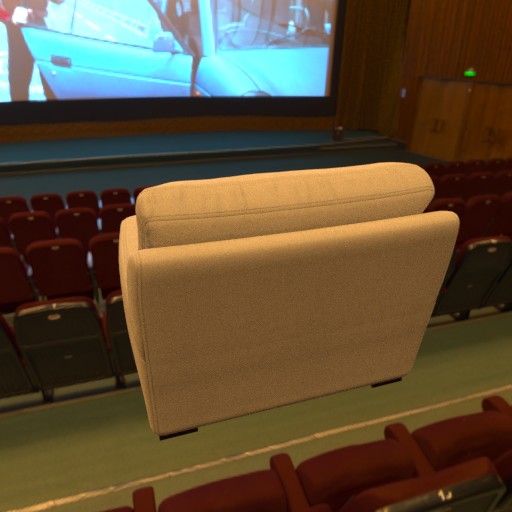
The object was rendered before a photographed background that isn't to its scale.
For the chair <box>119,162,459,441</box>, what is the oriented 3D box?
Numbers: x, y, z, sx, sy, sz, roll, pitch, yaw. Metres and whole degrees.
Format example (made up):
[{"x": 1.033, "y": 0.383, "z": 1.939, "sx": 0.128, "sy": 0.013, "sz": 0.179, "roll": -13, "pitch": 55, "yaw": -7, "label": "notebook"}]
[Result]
[{"x": 0.000, "y": 0.000, "z": 1.926, "sx": 1.140, "sy": 0.930, "sz": 1.158, "roll": -8, "pitch": 28, "yaw": -16, "label": "chair"}]
